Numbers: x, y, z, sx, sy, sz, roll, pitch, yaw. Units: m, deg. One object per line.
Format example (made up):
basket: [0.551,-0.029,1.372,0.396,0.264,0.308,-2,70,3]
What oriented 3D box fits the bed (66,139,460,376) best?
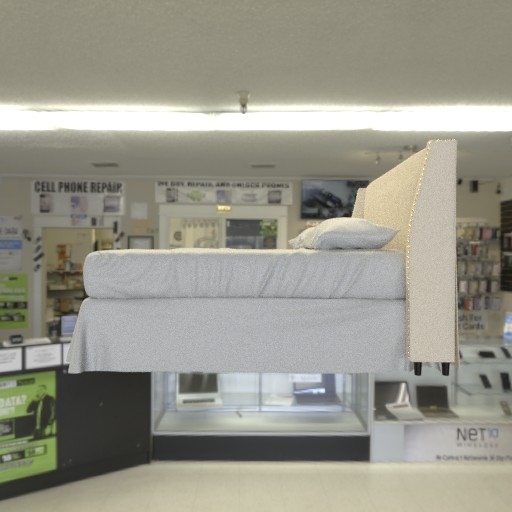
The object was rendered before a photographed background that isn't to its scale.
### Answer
bed: [0.000,0.000,3.397,2.276,1.332,1.925,0,0,1]
